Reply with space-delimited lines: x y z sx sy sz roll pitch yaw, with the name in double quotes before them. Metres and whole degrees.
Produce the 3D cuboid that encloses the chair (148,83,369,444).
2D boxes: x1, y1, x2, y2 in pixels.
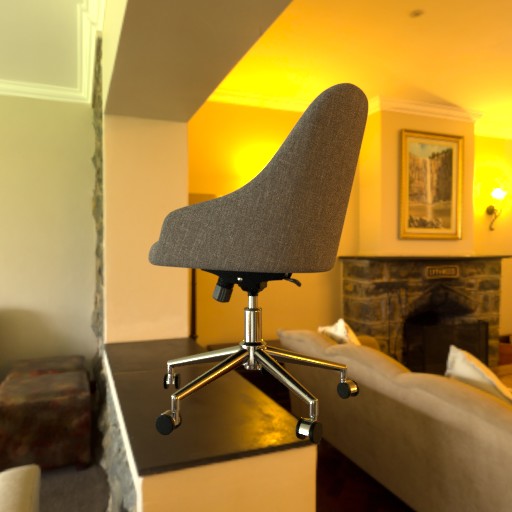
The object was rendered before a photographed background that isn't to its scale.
"chair" 0.000 0.000 1.446 0.712 0.950 0.671 0 1 19
